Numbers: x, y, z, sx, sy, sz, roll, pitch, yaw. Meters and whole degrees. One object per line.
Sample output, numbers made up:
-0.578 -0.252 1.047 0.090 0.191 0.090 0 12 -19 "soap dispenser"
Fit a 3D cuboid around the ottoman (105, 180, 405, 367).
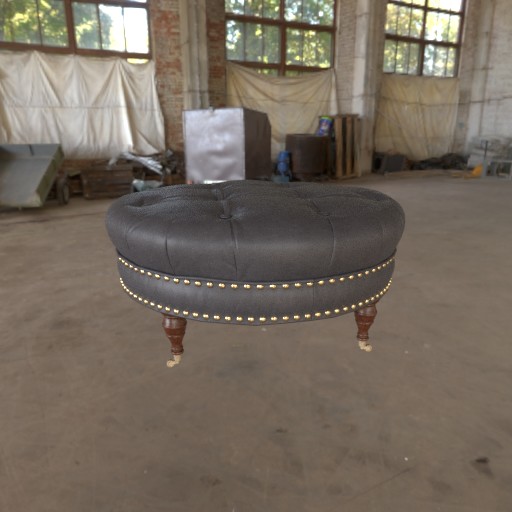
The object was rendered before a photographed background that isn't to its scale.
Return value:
0.000 0.000 1.431 0.901 0.439 0.901 0 16 0 "ottoman"
